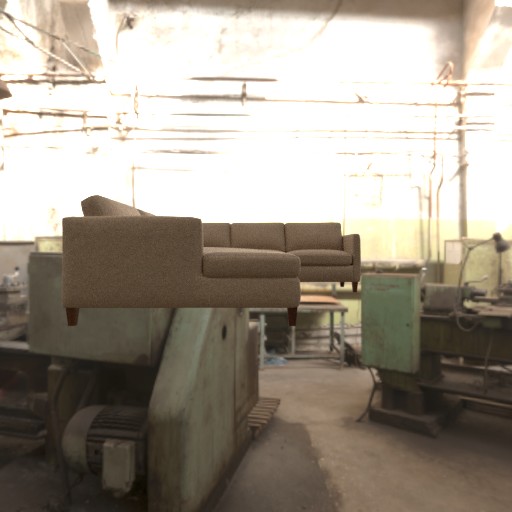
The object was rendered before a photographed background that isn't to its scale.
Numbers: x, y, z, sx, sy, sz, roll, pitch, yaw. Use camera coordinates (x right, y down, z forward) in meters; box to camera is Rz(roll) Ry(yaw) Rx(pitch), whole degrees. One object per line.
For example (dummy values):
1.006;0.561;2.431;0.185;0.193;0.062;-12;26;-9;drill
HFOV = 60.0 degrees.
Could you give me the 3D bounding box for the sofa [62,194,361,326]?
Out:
0.000;0.000;4.531;2.551;0.889;3.403;0;1;0;sofa
